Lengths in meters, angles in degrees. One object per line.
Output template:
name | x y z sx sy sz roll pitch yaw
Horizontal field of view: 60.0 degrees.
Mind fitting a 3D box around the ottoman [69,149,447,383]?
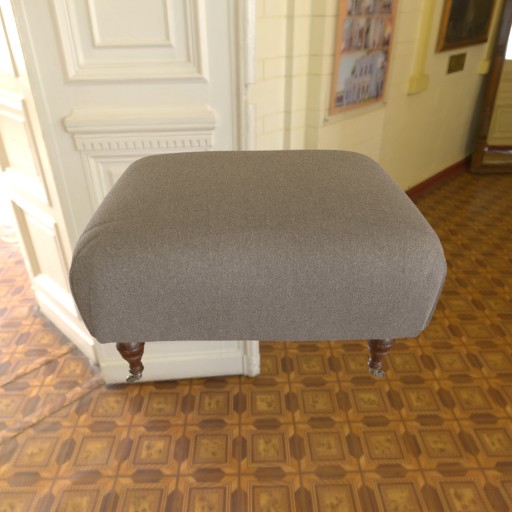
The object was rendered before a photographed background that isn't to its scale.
ottoman | 0.000 0.000 1.139 0.747 0.450 0.622 -1 30 -1
